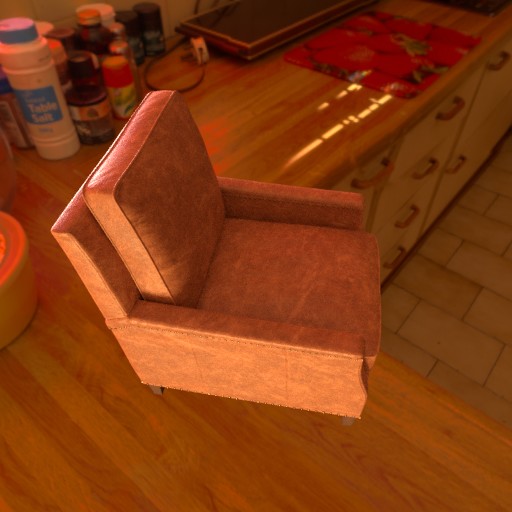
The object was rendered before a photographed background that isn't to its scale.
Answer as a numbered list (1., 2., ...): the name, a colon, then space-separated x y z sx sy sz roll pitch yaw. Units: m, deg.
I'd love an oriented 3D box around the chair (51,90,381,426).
1. chair: 0.000 0.000 1.783 1.035 1.054 0.854 7 47 7
